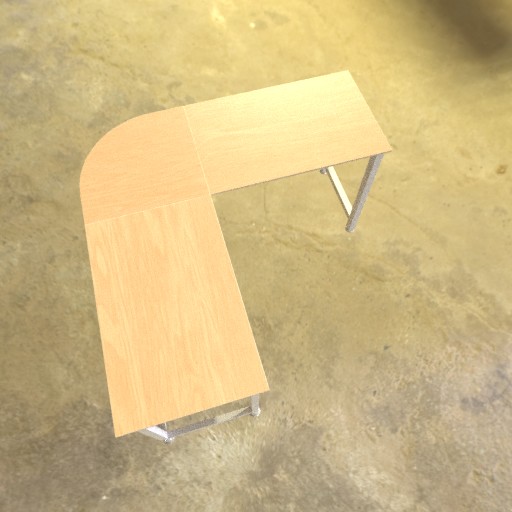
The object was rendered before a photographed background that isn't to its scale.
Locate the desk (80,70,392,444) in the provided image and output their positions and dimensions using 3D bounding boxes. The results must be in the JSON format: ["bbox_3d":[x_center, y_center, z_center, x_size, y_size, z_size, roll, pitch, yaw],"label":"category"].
[{"bbox_3d":[0.000,0.000,2.215,1.400,0.762,1.400,-15,64,-7],"label":"desk"}]
